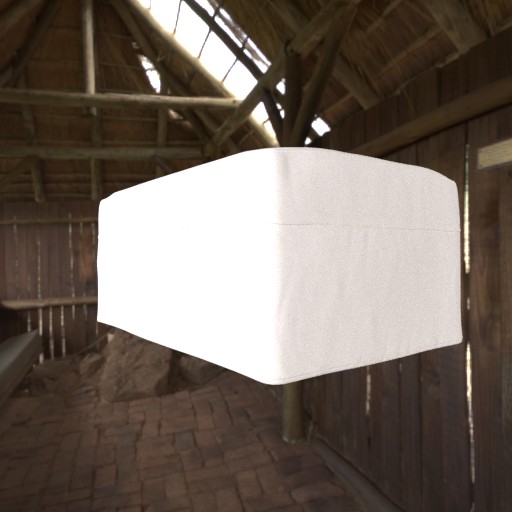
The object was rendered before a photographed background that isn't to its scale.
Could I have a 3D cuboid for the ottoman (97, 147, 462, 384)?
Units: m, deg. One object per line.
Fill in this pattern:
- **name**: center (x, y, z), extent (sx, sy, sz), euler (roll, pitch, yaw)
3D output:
- **ottoman**: center (0.000, 0.000, 1.190), extent (0.590, 0.444, 0.872), euler (0, 0, -37)
